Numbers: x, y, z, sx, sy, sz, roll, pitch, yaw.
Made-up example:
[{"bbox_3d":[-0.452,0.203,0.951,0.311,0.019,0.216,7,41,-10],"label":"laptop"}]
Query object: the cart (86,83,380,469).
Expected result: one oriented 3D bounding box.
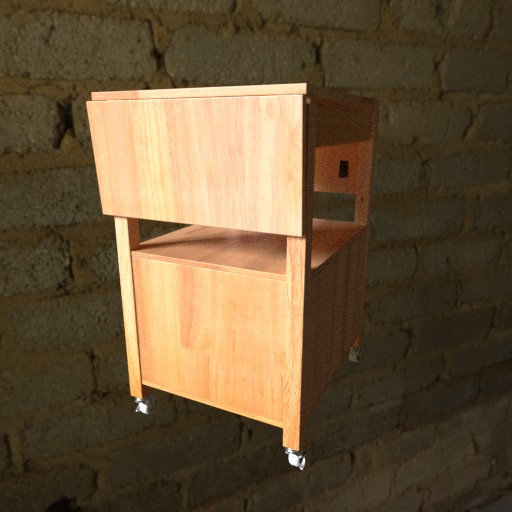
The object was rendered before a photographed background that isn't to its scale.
[{"bbox_3d":[0.000,0.000,1.238,0.508,0.838,0.640,8,18,25],"label":"cart"}]
